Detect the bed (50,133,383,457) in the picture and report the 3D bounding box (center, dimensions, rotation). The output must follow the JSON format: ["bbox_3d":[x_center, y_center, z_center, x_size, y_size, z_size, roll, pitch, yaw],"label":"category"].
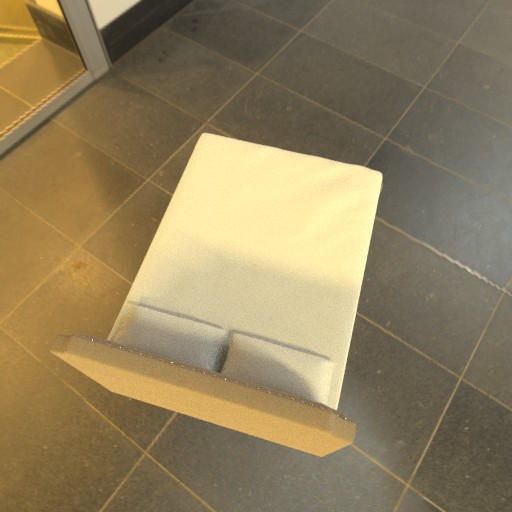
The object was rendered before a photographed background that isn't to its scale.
[{"bbox_3d":[0.000,0.000,3.341,1.703,1.415,2.329,14,63,7],"label":"bed"}]
